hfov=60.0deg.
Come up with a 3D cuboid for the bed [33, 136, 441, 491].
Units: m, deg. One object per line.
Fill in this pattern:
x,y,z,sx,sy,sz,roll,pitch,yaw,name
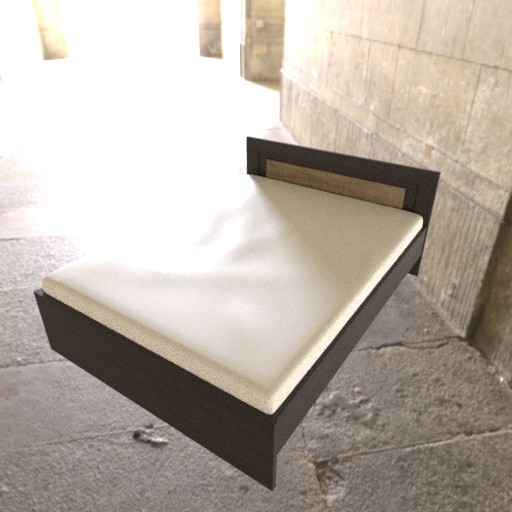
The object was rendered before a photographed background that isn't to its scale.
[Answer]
0.000,0.000,2.824,1.585,0.823,2.073,19,35,29,bed
